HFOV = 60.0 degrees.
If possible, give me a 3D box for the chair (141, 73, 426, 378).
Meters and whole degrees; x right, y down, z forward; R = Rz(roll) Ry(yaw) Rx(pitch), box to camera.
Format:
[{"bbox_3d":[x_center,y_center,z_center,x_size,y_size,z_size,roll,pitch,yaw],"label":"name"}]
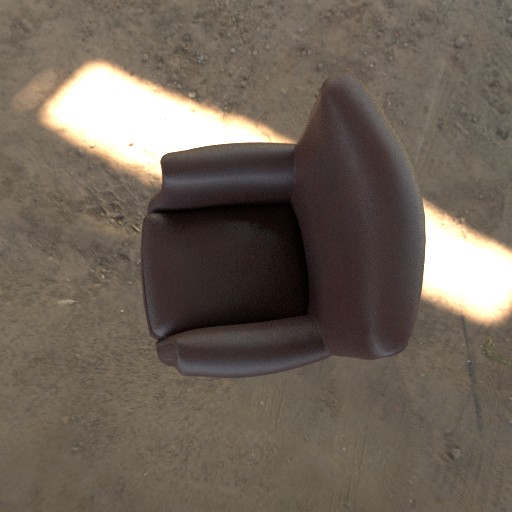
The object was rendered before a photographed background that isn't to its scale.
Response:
[{"bbox_3d":[0.000,0.000,1.347,0.746,0.800,0.700,-7,76,-2],"label":"chair"}]
